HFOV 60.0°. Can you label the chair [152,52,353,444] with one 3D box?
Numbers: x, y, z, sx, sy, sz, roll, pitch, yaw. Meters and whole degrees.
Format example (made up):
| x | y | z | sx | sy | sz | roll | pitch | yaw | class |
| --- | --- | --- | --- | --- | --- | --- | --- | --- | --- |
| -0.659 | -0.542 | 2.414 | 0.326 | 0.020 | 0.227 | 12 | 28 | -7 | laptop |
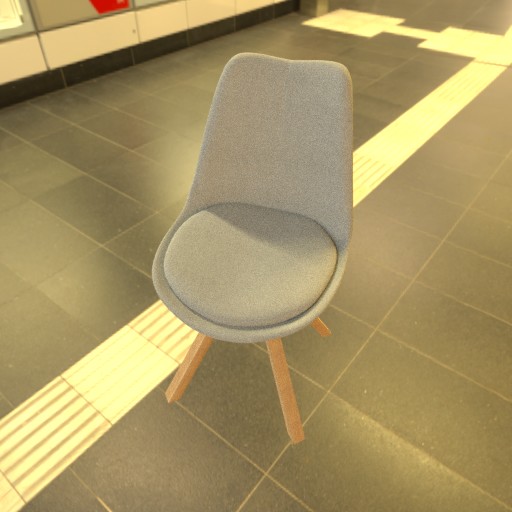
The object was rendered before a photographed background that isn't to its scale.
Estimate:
| x | y | z | sx | sy | sz | roll | pitch | yaw | class |
| --- | --- | --- | --- | --- | --- | --- | --- | --- | --- |
| 0.000 | 0.000 | 1.179 | 0.474 | 0.863 | 0.549 | 13 | 43 | 14 | chair |
